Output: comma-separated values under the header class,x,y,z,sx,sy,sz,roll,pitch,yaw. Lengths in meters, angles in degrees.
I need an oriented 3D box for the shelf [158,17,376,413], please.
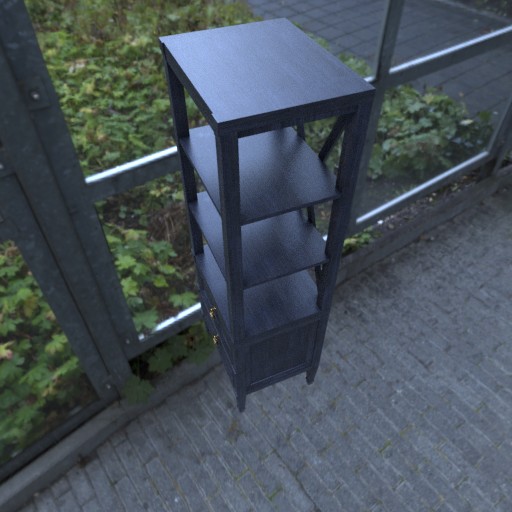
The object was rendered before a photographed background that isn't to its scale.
class,x,y,z,sx,sy,sz,roll,pitch,yaw
shelf,0.000,0.000,1.971,0.472,1.727,0.584,-17,49,-15
